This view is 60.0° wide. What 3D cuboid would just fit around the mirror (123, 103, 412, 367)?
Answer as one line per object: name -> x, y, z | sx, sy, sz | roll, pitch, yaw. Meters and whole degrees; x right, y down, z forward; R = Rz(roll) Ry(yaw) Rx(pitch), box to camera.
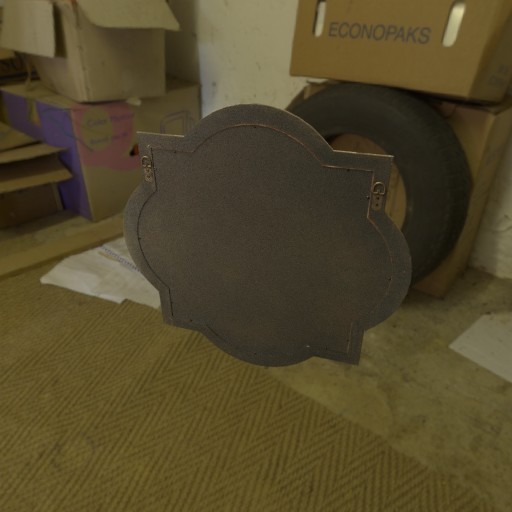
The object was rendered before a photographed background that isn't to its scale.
mirror -> 0.000, 0.000, 1.053 | 0.686, 0.686, 0.019 | 9, 33, 15
